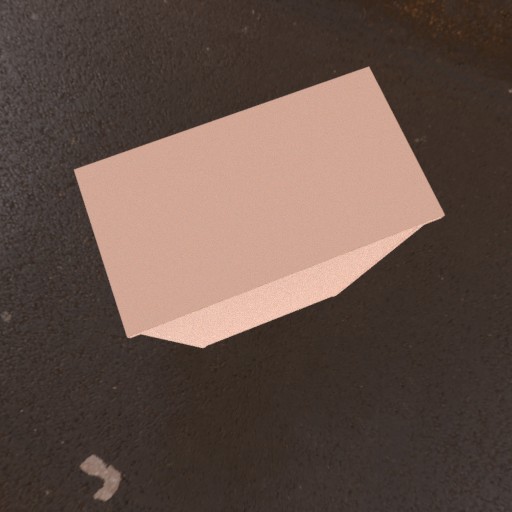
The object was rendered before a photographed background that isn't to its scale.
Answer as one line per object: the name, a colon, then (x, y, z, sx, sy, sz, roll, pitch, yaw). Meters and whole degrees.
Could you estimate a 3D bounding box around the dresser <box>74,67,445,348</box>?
dresser: (0.000, 0.000, 1.562, 0.704, 1.255, 0.399, -21, 78, -5)
